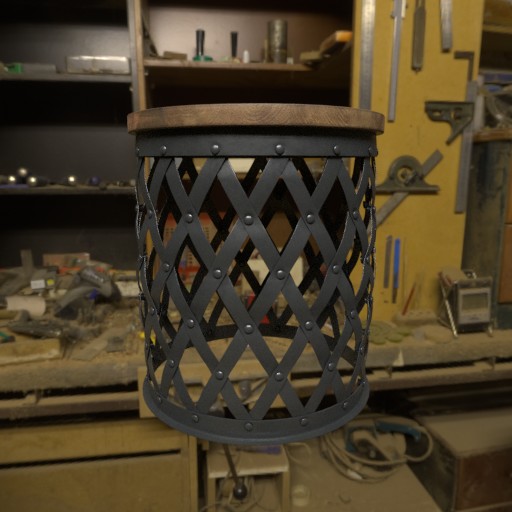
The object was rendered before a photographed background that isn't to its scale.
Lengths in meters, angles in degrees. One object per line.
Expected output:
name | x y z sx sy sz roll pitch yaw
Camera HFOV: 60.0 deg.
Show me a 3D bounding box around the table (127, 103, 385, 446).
table | 0.000 0.000 0.768 0.405 0.454 0.405 0 12 0
